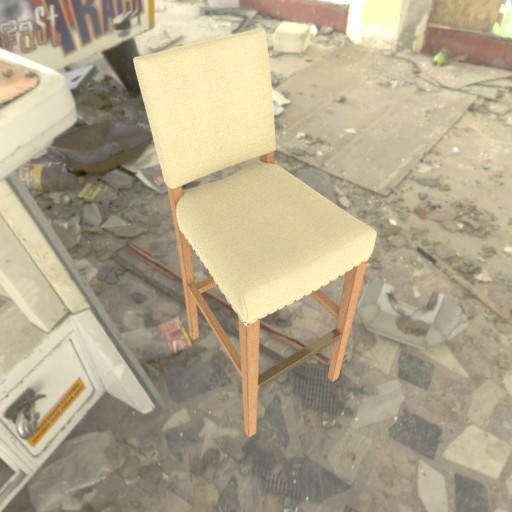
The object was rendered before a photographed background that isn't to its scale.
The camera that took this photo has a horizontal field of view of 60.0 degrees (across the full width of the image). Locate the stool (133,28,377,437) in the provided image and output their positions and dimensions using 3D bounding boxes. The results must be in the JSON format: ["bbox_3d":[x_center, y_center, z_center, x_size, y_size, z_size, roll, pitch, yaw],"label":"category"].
[{"bbox_3d":[0.000,0.000,1.389,0.428,1.143,0.546,-26,51,-23],"label":"stool"}]
